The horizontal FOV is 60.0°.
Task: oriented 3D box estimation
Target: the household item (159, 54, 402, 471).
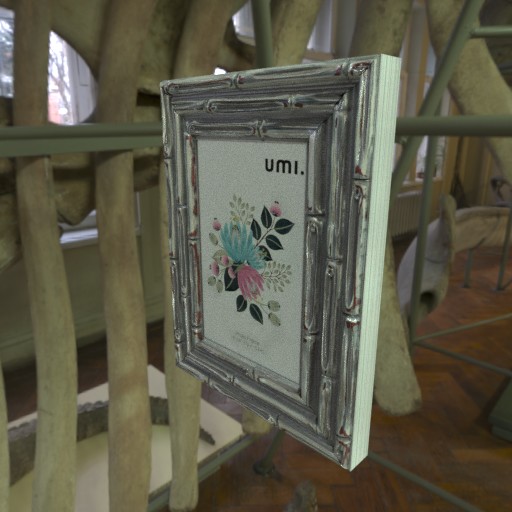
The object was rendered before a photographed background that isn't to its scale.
[{"bbox_3d":[0.000,0.000,0.280,0.165,0.216,0.025,15,22,42],"label":"household item"}]
